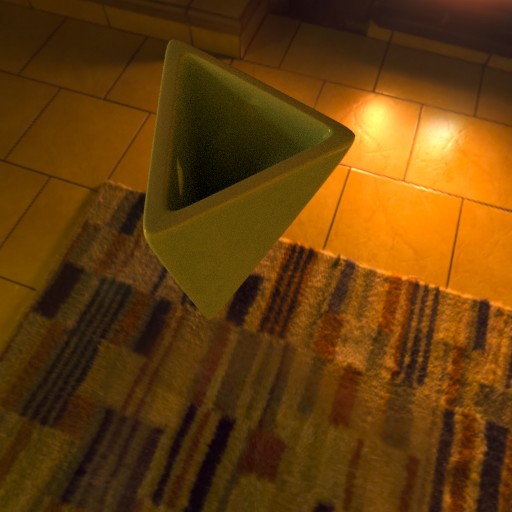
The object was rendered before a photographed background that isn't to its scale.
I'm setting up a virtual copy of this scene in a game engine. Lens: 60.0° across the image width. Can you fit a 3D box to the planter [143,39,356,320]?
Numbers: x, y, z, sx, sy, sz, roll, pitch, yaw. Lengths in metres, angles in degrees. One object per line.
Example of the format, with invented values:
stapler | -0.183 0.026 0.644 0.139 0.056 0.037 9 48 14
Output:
planter | 0.000 0.000 0.216 0.064 0.178 0.080 0 62 0
